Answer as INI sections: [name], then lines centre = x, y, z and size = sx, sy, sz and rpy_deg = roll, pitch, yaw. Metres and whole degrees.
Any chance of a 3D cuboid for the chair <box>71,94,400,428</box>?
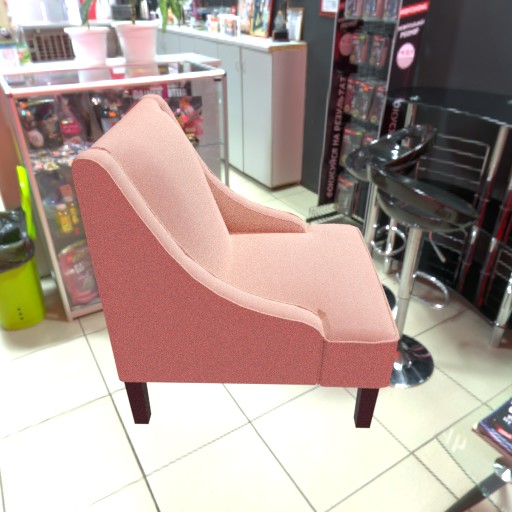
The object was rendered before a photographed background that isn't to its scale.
[chair]
centre = 0.000, 0.000, 1.451
size = 0.806, 0.886, 0.689
rpy_deg = 1, 32, 1
